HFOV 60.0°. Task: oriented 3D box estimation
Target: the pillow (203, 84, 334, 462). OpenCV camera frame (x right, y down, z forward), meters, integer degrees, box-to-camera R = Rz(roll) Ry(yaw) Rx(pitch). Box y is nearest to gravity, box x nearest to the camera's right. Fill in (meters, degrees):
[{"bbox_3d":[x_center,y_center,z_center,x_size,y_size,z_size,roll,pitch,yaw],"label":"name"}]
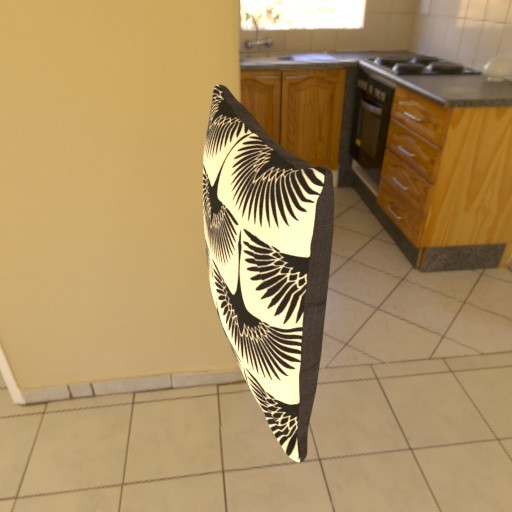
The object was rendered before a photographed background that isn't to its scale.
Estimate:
[{"bbox_3d":[0.000,0.000,0.686,0.139,0.432,0.432,-9,33,-15],"label":"pillow"}]
